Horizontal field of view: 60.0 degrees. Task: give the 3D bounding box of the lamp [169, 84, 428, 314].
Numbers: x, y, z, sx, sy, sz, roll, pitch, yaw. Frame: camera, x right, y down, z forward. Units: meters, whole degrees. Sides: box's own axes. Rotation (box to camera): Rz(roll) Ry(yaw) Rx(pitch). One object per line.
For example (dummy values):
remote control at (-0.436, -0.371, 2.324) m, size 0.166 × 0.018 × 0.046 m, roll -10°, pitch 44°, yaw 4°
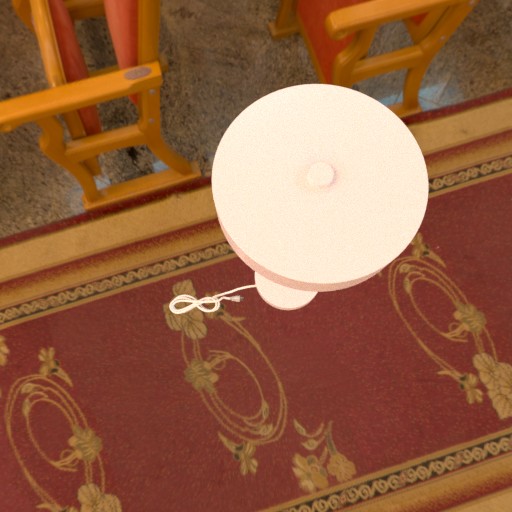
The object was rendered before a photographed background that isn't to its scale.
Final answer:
lamp at (0.000, 0.000, 0.699) m, size 0.369 × 0.508 × 0.229 m, roll -16°, pitch 76°, yaw -4°
